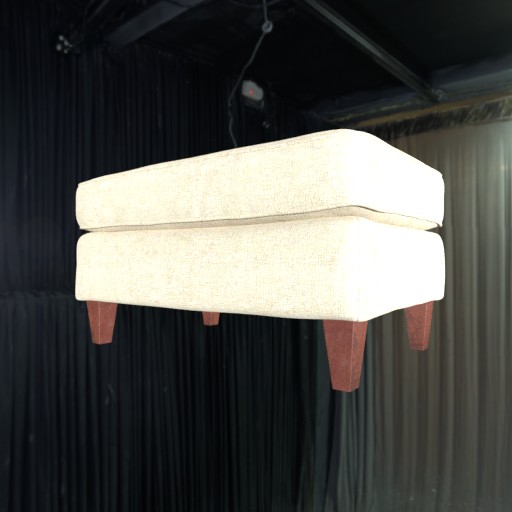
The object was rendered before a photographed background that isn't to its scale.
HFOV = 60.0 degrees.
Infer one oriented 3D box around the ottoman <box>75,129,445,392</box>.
[{"bbox_3d":[0.000,0.000,1.199,0.862,0.484,0.583,0,-1,37],"label":"ottoman"}]
